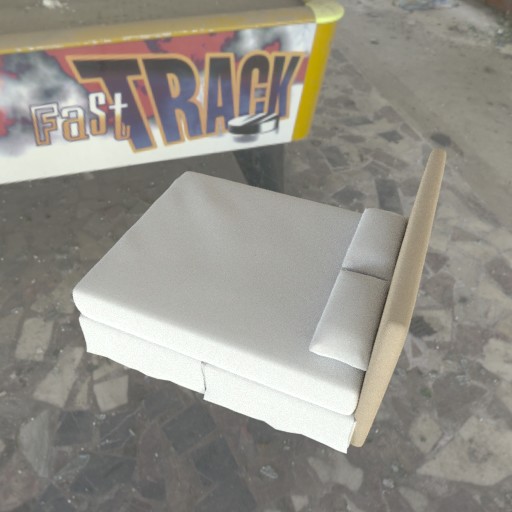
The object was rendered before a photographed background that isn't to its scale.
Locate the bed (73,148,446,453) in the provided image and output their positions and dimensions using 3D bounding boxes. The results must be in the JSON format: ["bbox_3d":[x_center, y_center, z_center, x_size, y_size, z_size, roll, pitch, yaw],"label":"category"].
[{"bbox_3d":[0.000,0.000,3.196,2.142,1.330,1.723,16,47,16],"label":"bed"}]
